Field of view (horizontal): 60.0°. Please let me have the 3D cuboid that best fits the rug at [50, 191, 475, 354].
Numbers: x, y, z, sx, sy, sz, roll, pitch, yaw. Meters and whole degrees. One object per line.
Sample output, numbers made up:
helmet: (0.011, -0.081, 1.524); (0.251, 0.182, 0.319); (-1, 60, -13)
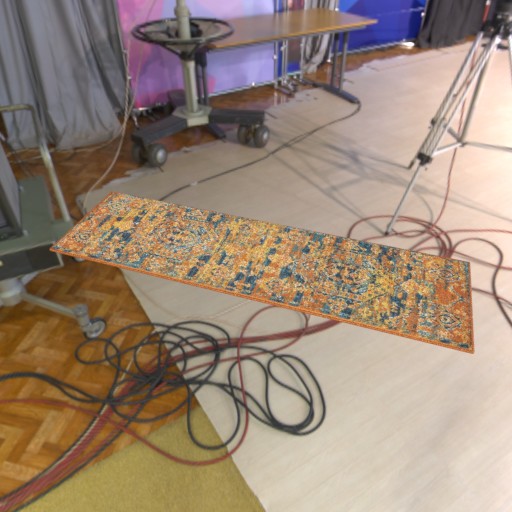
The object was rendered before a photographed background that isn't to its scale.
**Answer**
rug: (0.000, 0.000, 2.484); (2.274, 0.016, 0.651); (12, 42, 14)
